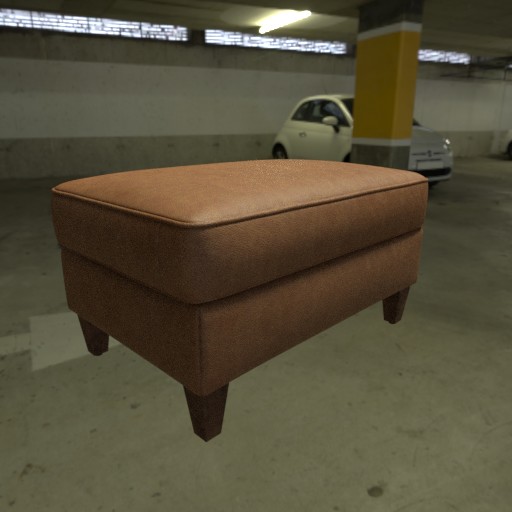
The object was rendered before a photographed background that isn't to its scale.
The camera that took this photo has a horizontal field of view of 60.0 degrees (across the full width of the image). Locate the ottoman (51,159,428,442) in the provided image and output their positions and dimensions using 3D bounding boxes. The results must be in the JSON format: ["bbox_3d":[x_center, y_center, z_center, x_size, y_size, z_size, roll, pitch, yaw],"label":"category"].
[{"bbox_3d":[0.000,0.000,1.187,0.584,0.483,0.864,16,23,42],"label":"ottoman"}]
